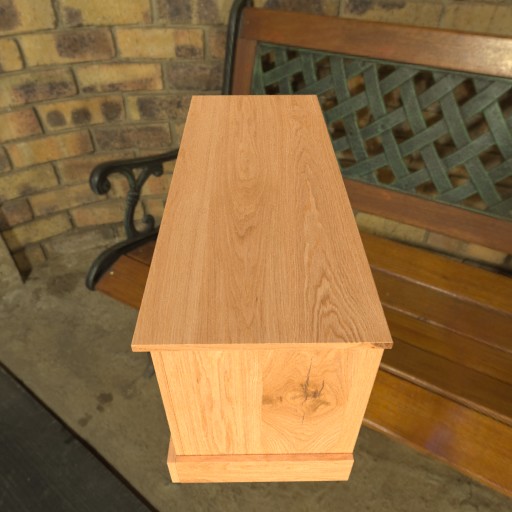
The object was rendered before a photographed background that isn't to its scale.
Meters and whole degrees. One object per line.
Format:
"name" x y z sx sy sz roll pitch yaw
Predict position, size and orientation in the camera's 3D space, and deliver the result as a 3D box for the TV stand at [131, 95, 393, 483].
"TV stand" 0.000 0.000 1.318 0.440 0.550 1.080 -1 41 -1
